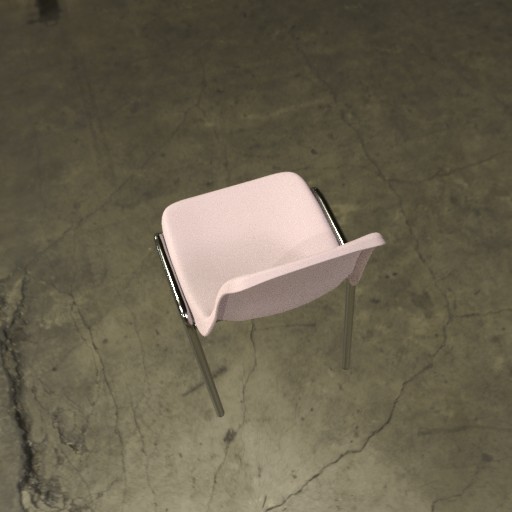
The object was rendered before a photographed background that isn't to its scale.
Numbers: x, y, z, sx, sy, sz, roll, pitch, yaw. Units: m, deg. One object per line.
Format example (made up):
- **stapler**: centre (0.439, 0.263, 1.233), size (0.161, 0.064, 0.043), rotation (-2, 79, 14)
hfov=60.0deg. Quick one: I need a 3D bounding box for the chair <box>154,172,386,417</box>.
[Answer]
- **chair**: centre (0.000, 0.000, 0.926), size (0.381, 0.653, 0.436), rotation (-18, 61, -10)
